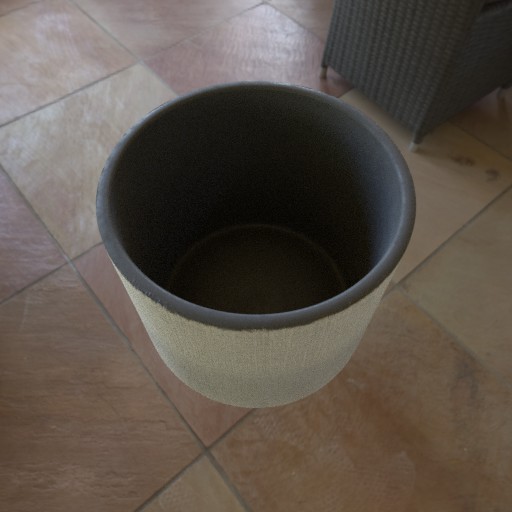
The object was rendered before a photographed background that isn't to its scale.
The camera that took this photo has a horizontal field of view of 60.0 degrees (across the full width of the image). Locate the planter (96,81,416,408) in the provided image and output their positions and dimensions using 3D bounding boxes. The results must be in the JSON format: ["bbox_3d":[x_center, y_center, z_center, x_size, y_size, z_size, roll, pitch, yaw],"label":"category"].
[{"bbox_3d":[0.000,0.000,0.395,0.226,0.201,0.226,0,58,0],"label":"planter"}]
